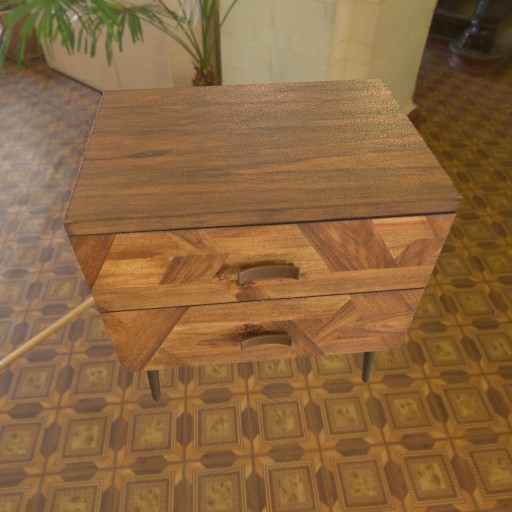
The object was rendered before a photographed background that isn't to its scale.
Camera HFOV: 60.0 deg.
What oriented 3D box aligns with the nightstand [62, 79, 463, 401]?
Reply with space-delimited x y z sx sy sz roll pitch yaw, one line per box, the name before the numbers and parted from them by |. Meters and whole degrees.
nightstand | 0.000 0.000 1.029 0.610 0.610 0.458 -4 46 -4
